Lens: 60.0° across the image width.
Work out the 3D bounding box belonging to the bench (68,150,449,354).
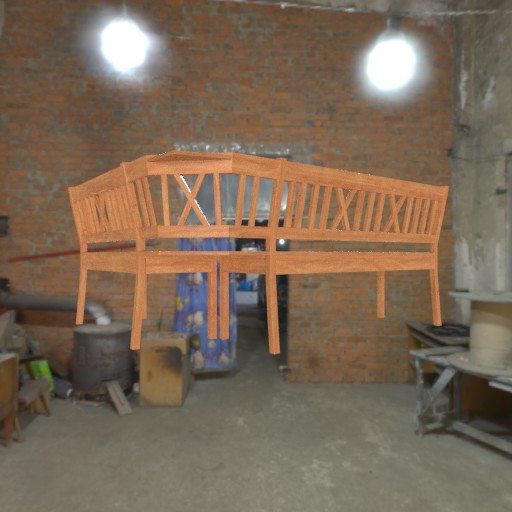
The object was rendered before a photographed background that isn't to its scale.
[{"bbox_3d":[0.000,0.000,2.876,1.937,0.902,1.537,0,0,-37],"label":"bench"}]
